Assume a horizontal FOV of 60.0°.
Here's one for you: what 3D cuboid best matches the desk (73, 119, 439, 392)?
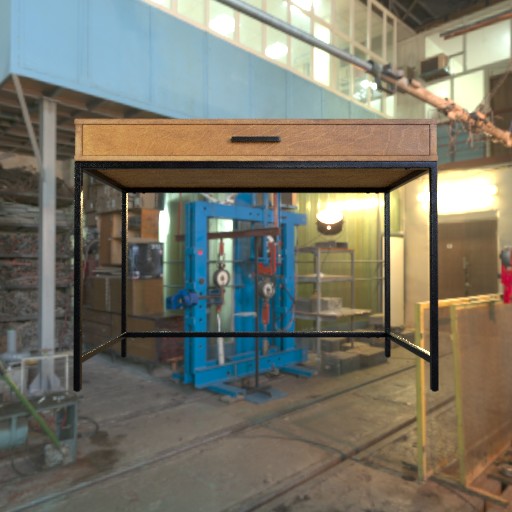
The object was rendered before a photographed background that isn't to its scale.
[{"bbox_3d":[0.000,0.000,1.457,1.016,0.762,0.470,0,-1,0],"label":"desk"}]
